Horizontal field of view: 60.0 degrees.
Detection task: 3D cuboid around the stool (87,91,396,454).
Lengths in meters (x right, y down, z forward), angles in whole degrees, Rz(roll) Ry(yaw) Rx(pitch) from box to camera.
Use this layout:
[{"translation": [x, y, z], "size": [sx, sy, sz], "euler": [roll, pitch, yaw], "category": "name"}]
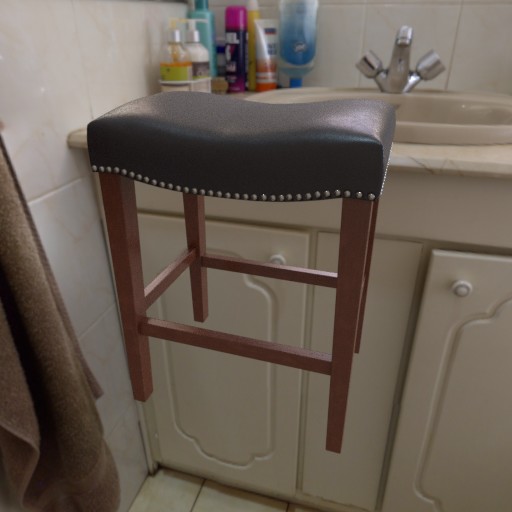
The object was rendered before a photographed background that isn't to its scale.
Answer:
[{"translation": [0.000, 0.000, 0.969], "size": [0.504, 0.654, 0.372], "euler": [8, 28, 16], "category": "stool"}]
